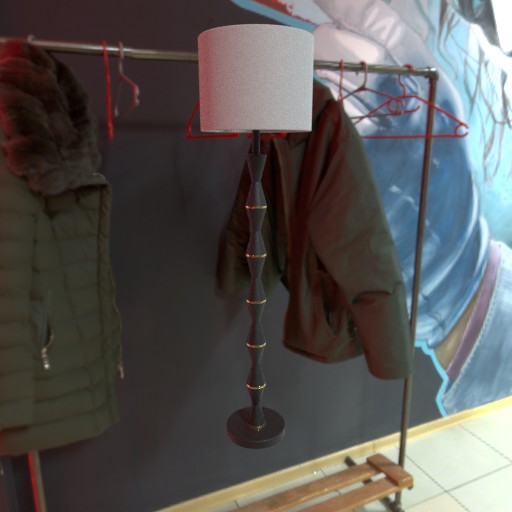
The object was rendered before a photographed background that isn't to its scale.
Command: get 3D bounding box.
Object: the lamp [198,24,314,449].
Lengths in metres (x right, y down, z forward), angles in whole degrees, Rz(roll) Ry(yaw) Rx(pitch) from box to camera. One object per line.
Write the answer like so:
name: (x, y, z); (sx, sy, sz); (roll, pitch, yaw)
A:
lamp: (0.000, 0.000, 1.647); (0.381, 1.480, 0.381); (2, 14, 9)
